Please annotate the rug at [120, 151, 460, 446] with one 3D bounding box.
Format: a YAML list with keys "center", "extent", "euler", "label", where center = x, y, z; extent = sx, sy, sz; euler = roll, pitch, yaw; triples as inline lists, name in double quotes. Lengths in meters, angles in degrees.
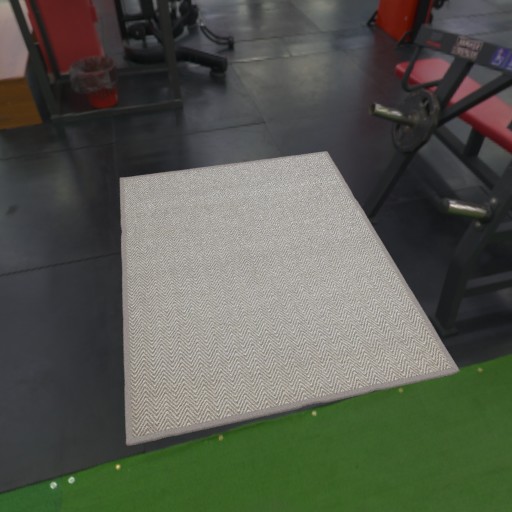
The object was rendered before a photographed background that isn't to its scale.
- center: [0.000, 0.000, 4.113]
  extent: [2.434, 0.032, 3.007]
  euler: [-9, 47, -9]
  label: "rug"
